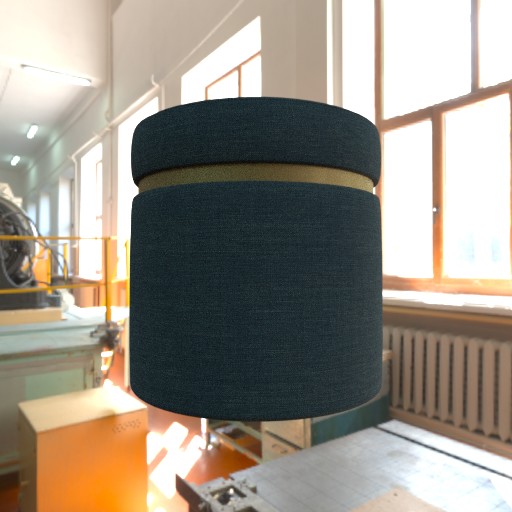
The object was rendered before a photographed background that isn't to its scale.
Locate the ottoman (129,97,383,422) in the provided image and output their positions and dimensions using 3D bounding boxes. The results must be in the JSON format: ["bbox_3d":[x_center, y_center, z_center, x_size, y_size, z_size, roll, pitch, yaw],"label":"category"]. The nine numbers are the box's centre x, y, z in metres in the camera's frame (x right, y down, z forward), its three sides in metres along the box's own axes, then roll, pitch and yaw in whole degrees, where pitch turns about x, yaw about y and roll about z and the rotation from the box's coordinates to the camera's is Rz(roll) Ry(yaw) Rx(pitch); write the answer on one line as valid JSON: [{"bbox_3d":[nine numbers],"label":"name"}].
[{"bbox_3d":[0.000,0.000,0.726,0.398,0.406,0.398,0,-1,0],"label":"ottoman"}]
